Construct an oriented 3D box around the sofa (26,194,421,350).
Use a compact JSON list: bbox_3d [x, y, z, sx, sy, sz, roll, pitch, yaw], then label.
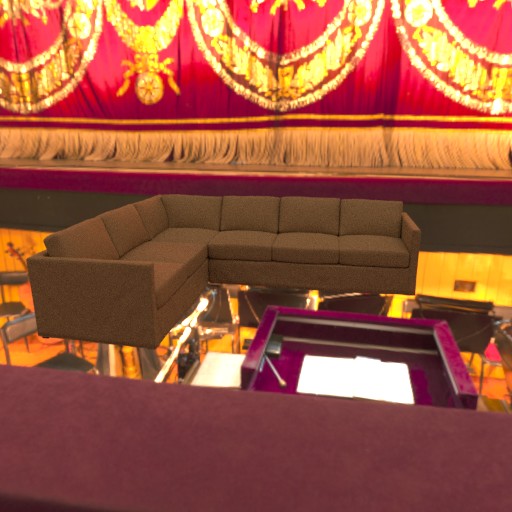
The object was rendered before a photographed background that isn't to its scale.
[{"bbox_3d":[0.000,0.000,4.347,3.182,0.871,2.432,3,17,9],"label":"sofa"}]
